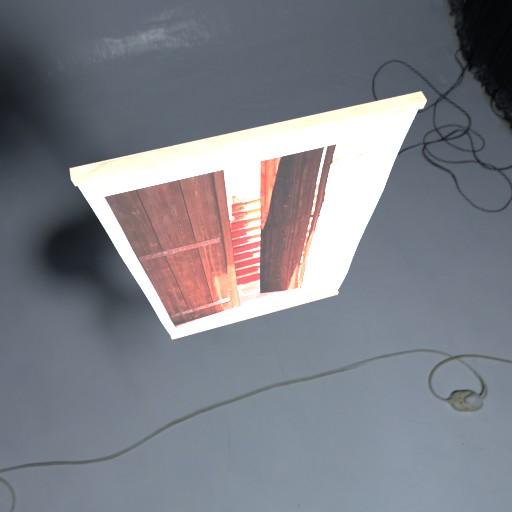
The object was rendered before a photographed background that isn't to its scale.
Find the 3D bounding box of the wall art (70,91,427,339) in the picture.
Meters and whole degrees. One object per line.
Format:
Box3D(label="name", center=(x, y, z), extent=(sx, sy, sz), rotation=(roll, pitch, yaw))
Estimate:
Box3D(label="wall art", center=(0.000, 0.000, 0.630), extent=(0.332, 0.508, 0.012), rotation=(-14, 65, -7))
